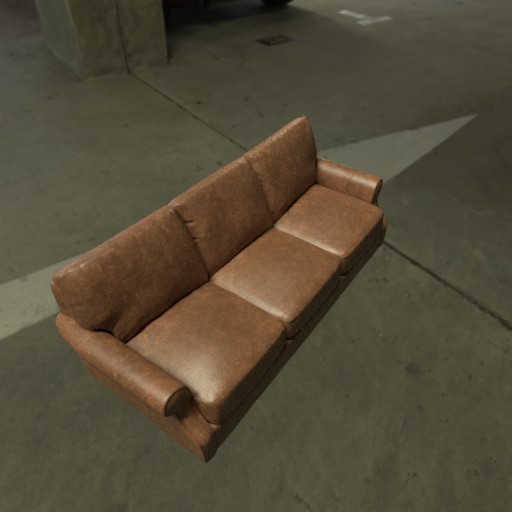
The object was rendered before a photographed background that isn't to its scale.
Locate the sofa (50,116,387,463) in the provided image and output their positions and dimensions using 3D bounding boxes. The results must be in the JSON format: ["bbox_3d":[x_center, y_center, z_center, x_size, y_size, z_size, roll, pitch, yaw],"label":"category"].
[{"bbox_3d":[0.000,0.000,2.830,0.973,0.977,2.351,25,46,26],"label":"sofa"}]
